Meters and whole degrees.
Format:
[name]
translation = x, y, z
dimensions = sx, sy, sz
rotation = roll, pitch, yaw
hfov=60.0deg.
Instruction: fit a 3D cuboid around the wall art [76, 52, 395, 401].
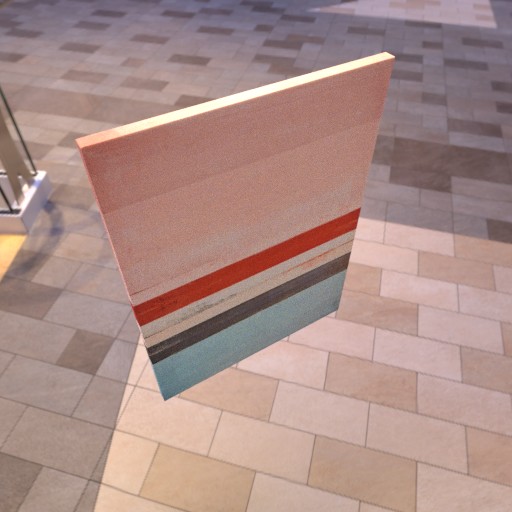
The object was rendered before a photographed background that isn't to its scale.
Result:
[wall art]
translation = 0.000, 0.000, 1.314
dimensions = 0.761, 1.016, 0.039
rotation = -24, 51, -21
